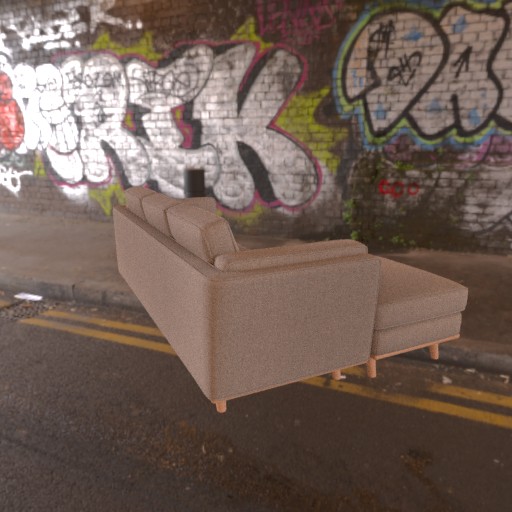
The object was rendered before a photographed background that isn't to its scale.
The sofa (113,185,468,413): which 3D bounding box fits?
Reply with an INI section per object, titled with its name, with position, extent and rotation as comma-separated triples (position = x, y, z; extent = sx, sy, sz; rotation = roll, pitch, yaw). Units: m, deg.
[sofa]
position = 0.000, 0.000, 3.192
extent = 1.604, 0.929, 2.411
rotation = -7, 16, -26
